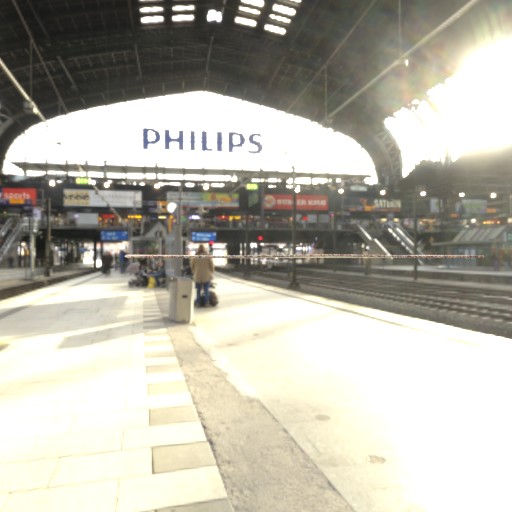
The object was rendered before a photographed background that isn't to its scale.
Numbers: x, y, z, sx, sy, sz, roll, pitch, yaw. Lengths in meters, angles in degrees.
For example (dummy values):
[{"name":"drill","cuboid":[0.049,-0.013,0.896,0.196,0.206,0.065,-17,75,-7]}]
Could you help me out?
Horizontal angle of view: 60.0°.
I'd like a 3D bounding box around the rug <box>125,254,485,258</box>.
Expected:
[{"name":"rug","cuboid":[0.000,0.000,4.294,2.436,0.024,3.226,0,0,-17]}]
